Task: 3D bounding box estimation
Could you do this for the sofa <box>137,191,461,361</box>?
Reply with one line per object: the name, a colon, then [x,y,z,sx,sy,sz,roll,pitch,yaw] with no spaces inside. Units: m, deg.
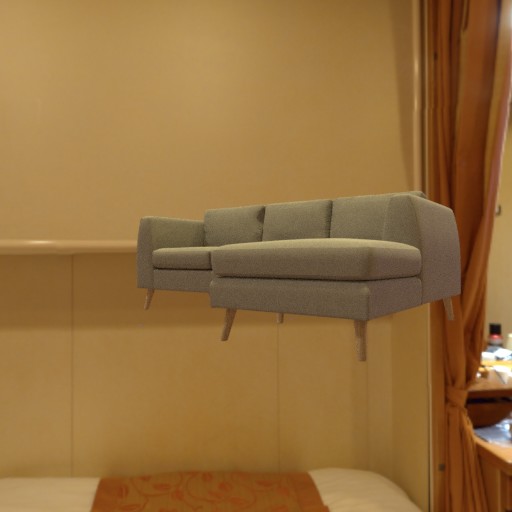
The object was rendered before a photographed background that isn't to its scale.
sofa: [0.000,0.000,3.026,2.300,0.860,1.580,0,-1,37]
